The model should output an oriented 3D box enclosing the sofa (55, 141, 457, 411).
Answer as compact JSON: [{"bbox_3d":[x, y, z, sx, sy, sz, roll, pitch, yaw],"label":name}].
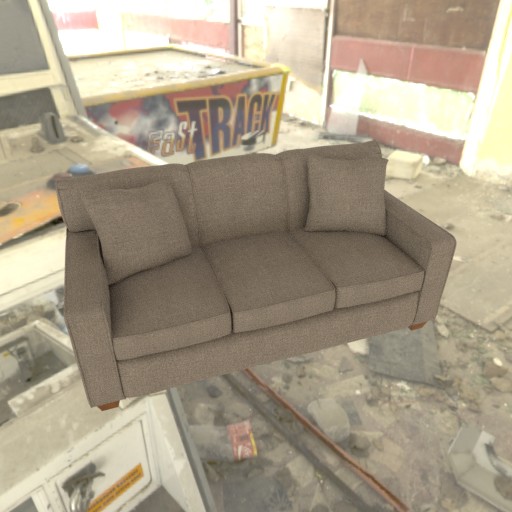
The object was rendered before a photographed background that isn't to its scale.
[{"bbox_3d":[0.000,0.000,2.566,2.024,0.958,0.997,-10,33,-16],"label":"sofa"}]
